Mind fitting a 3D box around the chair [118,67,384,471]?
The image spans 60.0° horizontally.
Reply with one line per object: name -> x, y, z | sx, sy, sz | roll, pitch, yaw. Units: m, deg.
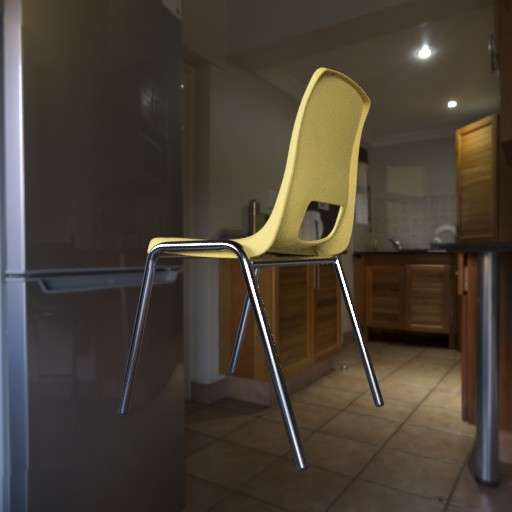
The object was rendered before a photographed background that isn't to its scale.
chair -> 0.000, 0.000, 0.936 | 0.436, 0.653, 0.381 | 1, 1, 36
